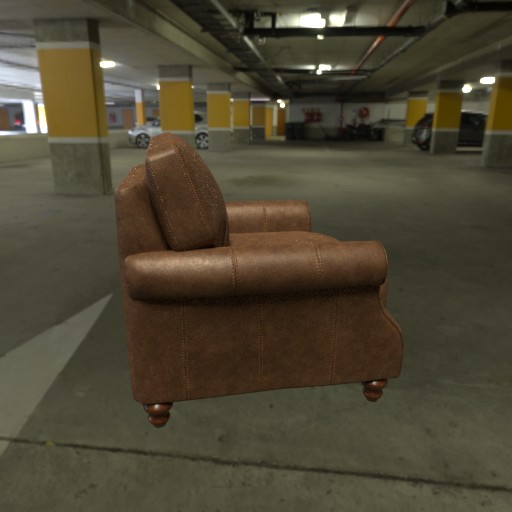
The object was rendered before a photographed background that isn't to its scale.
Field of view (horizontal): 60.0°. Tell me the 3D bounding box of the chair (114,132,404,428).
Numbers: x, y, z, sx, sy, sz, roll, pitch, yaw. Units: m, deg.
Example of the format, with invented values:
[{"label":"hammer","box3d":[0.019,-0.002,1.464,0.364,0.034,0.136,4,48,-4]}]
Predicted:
[{"label":"chair","box3d":[0.000,0.000,1.830,1.002,0.976,0.996,-3,17,-10]}]
